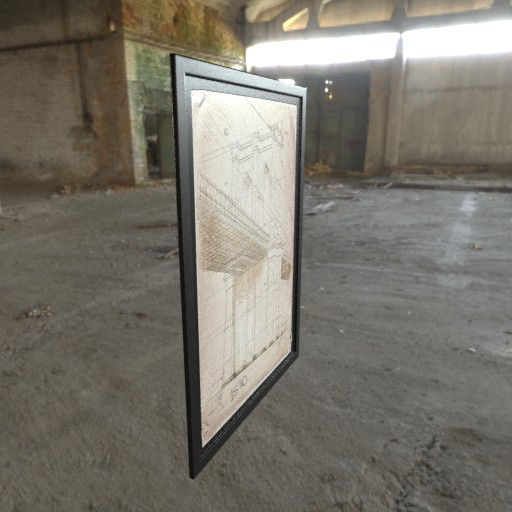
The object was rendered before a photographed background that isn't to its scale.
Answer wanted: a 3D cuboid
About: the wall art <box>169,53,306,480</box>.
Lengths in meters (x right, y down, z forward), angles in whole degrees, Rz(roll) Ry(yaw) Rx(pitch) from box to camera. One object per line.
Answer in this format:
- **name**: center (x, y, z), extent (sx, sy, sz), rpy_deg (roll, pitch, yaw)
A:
- **wall art**: center (0.000, 0.000, 1.271), extent (0.013, 0.967, 0.707), rpy_deg (8, 17, 26)
